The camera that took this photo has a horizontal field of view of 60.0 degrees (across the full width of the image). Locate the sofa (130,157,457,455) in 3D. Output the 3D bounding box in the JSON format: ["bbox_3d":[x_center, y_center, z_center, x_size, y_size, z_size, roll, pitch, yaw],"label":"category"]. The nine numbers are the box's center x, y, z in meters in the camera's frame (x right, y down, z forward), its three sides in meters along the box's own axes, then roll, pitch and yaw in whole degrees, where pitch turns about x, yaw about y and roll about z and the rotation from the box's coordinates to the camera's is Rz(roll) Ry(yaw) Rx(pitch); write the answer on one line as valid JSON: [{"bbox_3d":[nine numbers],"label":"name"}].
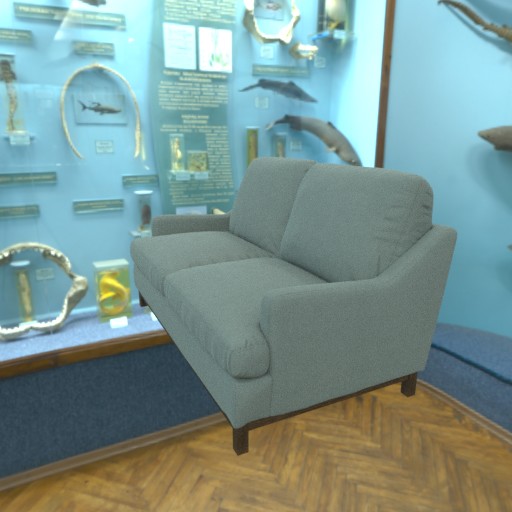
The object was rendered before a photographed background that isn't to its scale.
[{"bbox_3d":[0.000,0.000,2.230,0.987,0.921,1.589,-8,18,-25],"label":"sofa"}]
